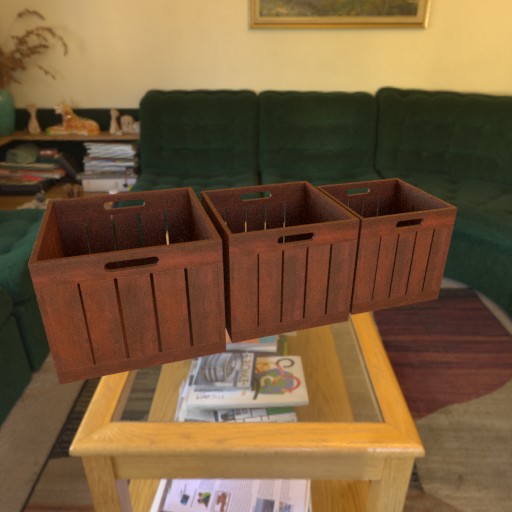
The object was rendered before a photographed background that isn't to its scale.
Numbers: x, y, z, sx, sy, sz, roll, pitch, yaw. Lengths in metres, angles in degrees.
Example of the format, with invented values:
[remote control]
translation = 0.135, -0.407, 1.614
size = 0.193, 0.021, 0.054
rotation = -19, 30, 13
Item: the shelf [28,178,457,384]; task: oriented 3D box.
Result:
[shelf]
translation = 0.000, 0.000, 1.253
size = 1.064, 0.311, 0.393
rotation = -8, 28, -15
